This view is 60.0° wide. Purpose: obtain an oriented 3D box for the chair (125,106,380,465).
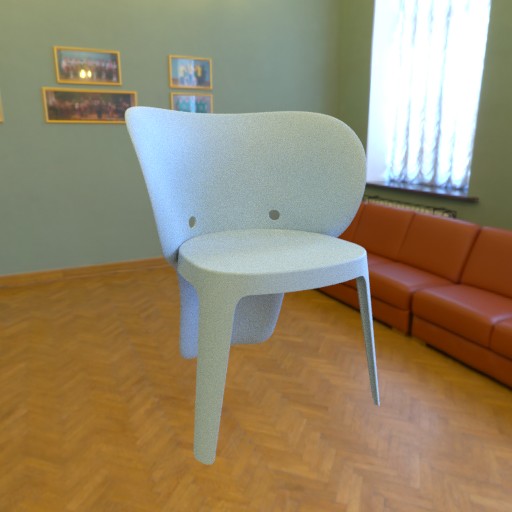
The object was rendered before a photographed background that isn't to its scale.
[{"bbox_3d":[0.000,0.000,0.855,0.451,0.554,0.402,-7,17,-26],"label":"chair"}]
